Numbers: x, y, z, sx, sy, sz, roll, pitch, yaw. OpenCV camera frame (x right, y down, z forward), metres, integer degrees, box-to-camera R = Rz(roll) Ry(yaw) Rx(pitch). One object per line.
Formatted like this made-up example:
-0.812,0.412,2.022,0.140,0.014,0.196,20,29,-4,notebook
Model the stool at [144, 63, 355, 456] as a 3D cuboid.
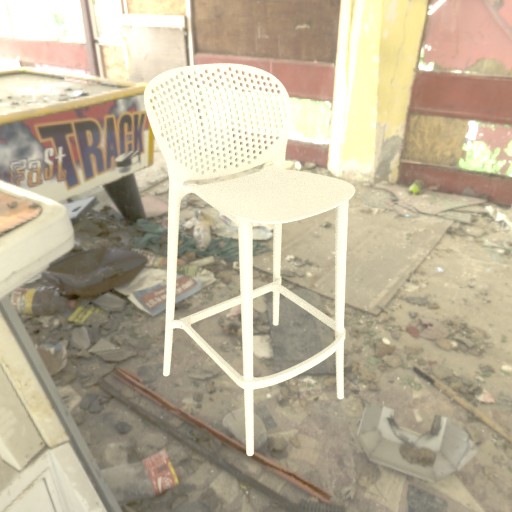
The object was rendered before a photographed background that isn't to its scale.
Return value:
0.000,0.000,1.367,0.536,1.045,0.535,-19,35,-30,stool
